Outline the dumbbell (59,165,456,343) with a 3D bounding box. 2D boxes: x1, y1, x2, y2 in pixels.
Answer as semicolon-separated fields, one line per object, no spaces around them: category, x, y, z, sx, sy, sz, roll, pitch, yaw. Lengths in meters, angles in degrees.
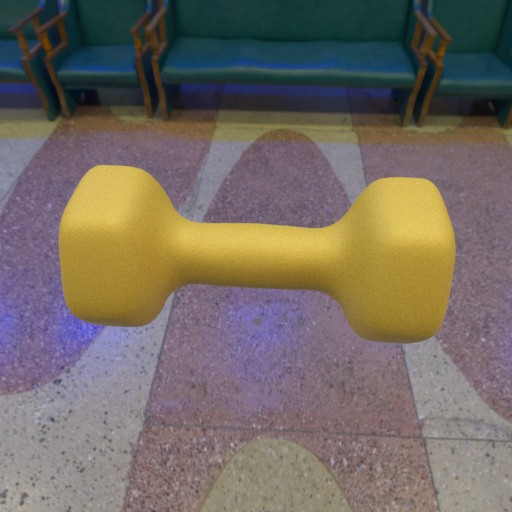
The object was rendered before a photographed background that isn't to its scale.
dumbbell;0.000;0.000;0.236;0.190;0.082;0.090;3;46;3
